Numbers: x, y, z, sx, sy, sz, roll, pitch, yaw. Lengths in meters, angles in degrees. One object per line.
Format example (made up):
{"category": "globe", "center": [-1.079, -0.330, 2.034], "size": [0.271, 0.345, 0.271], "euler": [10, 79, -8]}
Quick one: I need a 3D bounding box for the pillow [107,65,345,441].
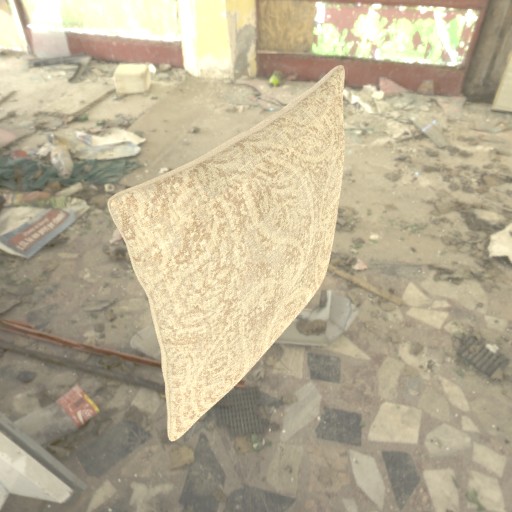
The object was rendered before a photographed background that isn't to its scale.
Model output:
{"category": "pillow", "center": [0.000, 0.000, 0.779], "size": [0.166, 0.510, 0.523], "euler": [26, 48, 26]}
